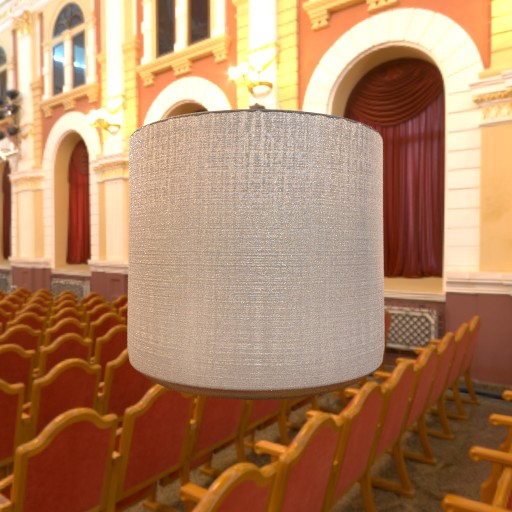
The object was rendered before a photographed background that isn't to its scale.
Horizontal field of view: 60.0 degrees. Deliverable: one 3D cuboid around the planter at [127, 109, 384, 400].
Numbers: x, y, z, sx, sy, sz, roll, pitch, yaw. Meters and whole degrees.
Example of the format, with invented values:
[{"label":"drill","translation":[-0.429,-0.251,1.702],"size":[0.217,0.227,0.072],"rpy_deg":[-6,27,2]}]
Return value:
[{"label":"planter","translation":[0.000,0.000,0.225],"size":[0.125,0.112,0.125],"rpy_deg":[0,1,0]}]
